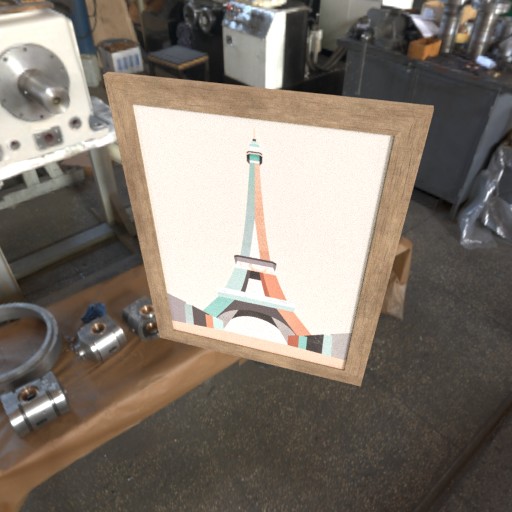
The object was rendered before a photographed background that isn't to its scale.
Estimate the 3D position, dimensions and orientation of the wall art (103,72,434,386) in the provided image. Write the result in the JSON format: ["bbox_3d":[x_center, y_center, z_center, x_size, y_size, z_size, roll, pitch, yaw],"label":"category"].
[{"bbox_3d":[0.000,0.000,0.918,0.534,0.686,0.018,11,41,13],"label":"wall art"}]
